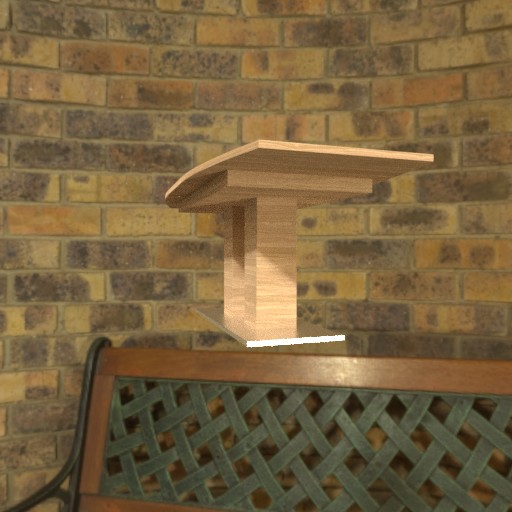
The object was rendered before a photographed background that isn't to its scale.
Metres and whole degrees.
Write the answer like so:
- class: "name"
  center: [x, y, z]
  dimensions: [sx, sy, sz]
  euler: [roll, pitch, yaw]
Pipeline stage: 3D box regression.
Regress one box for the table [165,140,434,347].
- class: "table"
  center: [0.000, 0.000, 2.457]
  dimensions: [0.900, 0.750, 2.032]
  euler: [0, 1, -19]
